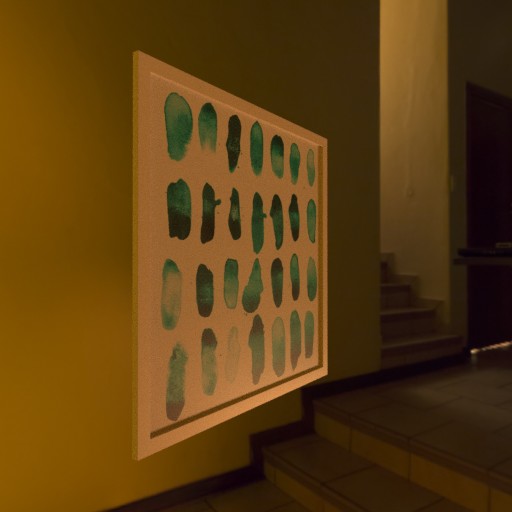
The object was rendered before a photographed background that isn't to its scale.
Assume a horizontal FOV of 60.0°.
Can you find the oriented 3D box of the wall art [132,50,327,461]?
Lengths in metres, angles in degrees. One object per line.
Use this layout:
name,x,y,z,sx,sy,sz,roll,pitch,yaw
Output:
wall art,0.000,0.000,0.679,0.009,0.457,0.456,0,0,36
